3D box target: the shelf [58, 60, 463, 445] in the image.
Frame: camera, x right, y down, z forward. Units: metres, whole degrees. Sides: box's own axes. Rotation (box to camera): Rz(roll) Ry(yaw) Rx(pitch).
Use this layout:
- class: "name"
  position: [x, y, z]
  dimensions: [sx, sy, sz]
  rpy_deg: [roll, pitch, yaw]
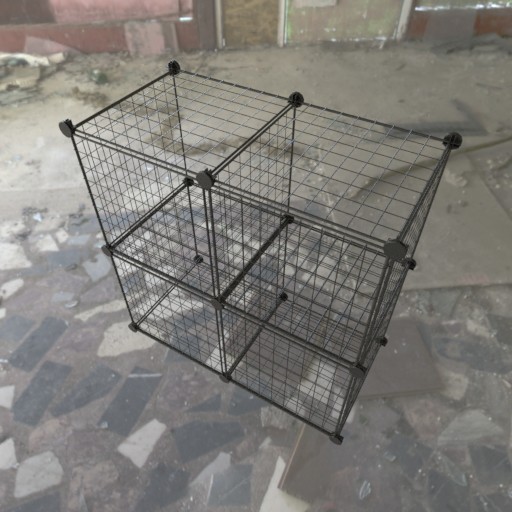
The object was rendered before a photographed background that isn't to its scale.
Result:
- class: "shelf"
  position: [0.000, 0.000, 1.114]
  dimensions: [0.711, 0.711, 0.356]
  rpy_deg: [23, 50, 21]
